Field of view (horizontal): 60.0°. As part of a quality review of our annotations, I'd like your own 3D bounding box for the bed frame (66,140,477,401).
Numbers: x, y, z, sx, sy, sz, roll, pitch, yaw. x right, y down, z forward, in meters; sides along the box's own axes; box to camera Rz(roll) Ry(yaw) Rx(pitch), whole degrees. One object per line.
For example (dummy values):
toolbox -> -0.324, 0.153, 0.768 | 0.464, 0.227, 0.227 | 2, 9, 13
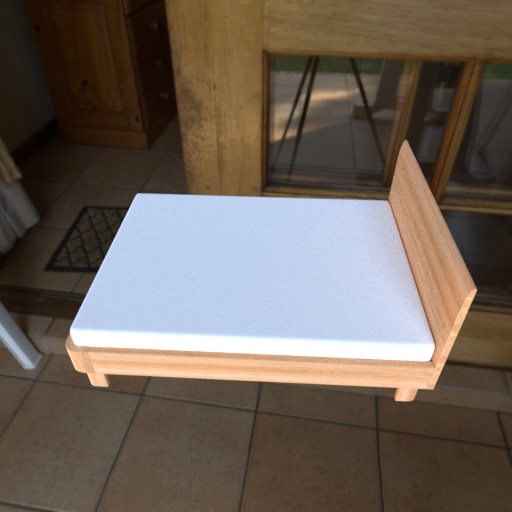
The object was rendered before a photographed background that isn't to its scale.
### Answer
bed frame -> 0.000, 0.000, 2.813 | 1.992, 0.940, 1.472 | 2, 40, 2
